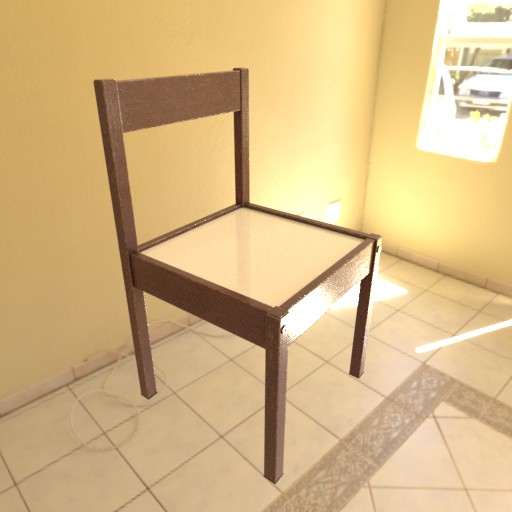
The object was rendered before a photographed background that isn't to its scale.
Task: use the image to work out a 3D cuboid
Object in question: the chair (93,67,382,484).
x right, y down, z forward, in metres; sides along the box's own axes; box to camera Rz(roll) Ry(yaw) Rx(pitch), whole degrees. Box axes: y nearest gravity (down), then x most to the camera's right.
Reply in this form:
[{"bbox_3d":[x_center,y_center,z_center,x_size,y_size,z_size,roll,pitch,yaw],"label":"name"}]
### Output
[{"bbox_3d":[0.000,0.000,0.674,0.285,0.505,0.285,19,32,33],"label":"chair"}]
